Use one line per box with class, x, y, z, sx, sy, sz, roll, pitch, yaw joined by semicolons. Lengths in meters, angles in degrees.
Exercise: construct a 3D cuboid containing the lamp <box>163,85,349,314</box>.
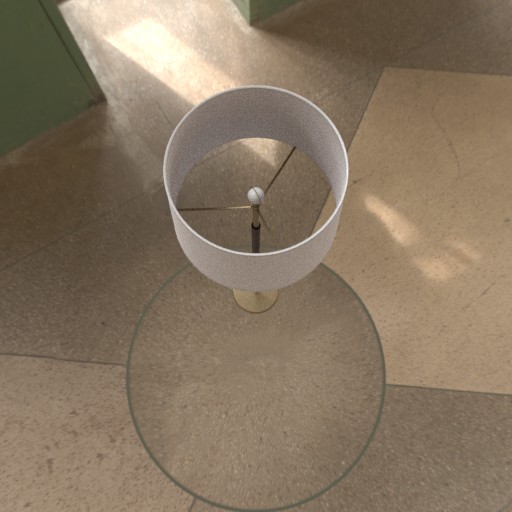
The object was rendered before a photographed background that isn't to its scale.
lamp;0.000;0.000;1.583;0.420;1.447;0.420;0;76;0
